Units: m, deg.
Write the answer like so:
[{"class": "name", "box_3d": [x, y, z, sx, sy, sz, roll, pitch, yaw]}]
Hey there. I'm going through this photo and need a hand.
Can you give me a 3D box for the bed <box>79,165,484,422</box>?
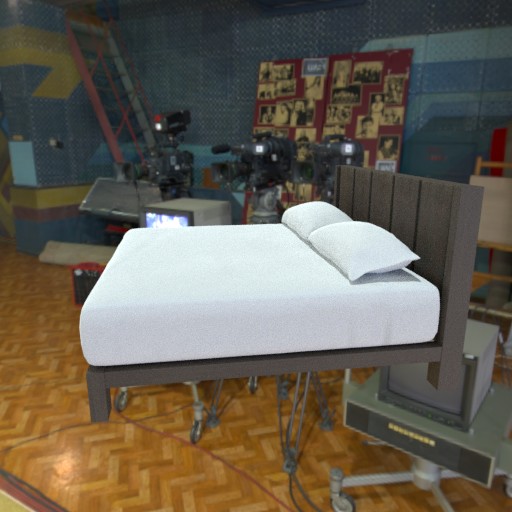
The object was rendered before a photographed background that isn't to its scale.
[{"class": "bed", "box_3d": [0.000, 0.000, 3.475, 2.238, 1.261, 2.143, -2, 15, -9]}]
